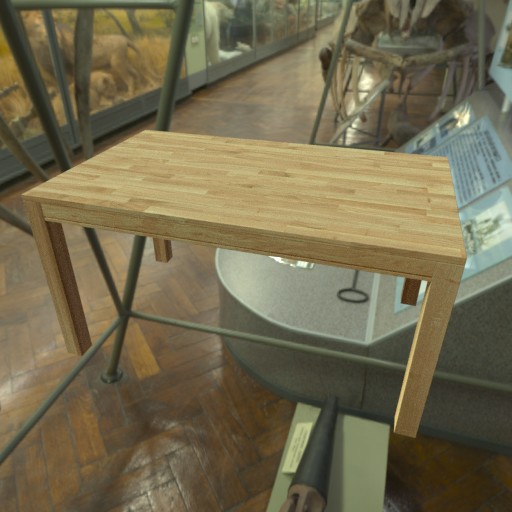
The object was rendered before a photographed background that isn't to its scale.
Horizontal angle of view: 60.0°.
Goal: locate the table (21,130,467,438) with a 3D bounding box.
[{"bbox_3d":[0.000,0.000,1.980,1.500,0.770,0.900,9,32,15],"label":"table"}]
